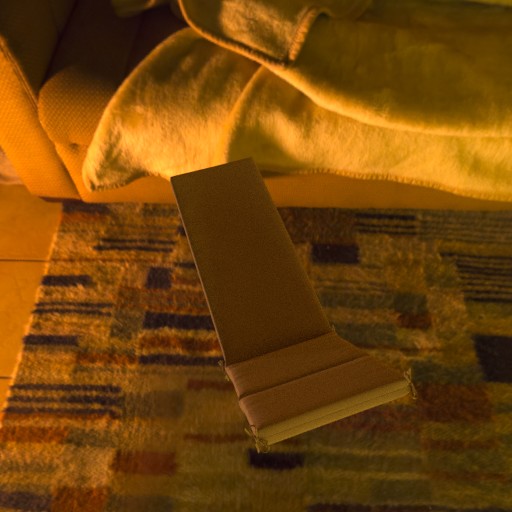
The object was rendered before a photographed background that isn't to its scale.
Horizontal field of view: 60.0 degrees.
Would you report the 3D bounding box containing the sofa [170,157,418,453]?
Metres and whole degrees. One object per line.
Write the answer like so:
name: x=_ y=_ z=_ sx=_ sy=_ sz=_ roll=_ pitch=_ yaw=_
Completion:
sofa: x=0.000 y=0.000 z=2.007 sx=0.582 sy=0.622 sz=1.663 roll=-16 pitch=59 yaw=-10
